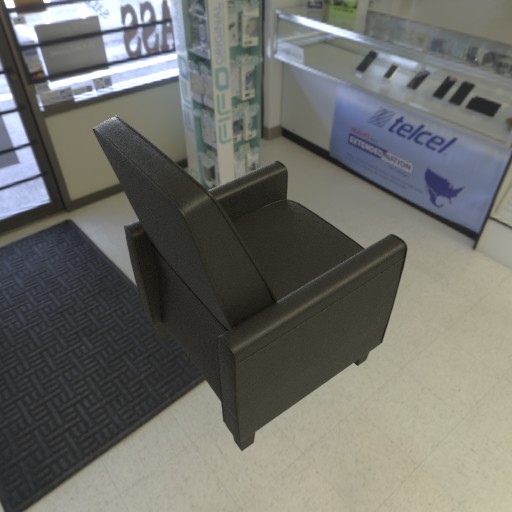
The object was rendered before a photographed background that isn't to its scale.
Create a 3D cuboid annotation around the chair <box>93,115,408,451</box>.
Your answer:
[{"bbox_3d":[0.000,0.000,1.529,0.746,1.013,0.705,-26,47,-27],"label":"chair"}]
